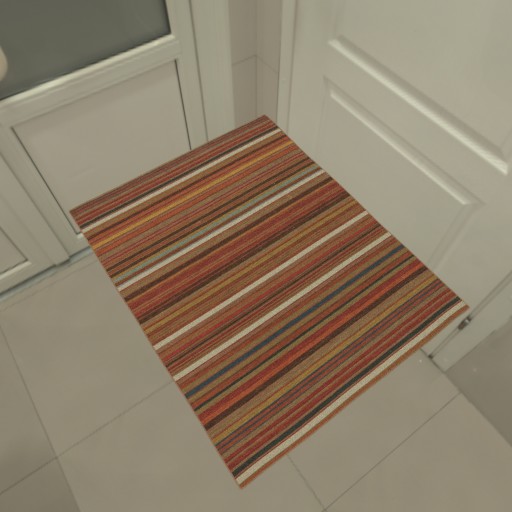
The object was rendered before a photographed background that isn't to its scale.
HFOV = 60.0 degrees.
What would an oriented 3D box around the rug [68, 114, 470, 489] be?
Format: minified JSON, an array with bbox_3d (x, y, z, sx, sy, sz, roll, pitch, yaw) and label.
[{"bbox_3d":[0.000,0.000,4.198,2.479,0.023,3.092,-31,63,-18],"label":"rug"}]
